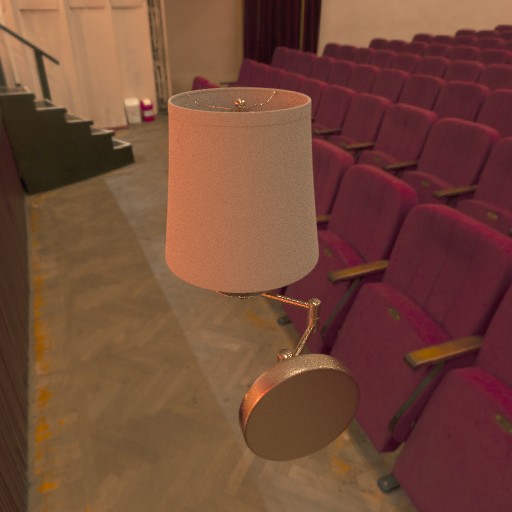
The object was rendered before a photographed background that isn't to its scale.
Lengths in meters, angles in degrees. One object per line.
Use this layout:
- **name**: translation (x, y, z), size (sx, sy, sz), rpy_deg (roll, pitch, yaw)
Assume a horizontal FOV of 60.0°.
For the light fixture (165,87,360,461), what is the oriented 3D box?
- **light fixture**: translation (0.000, 0.000, 0.590), size (0.223, 0.381, 0.348), rpy_deg (-9, 30, -16)
